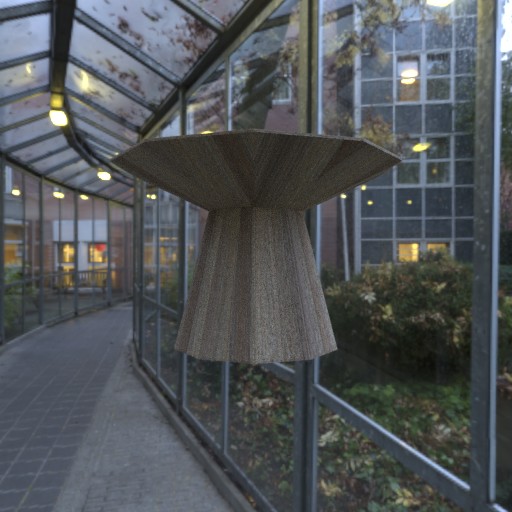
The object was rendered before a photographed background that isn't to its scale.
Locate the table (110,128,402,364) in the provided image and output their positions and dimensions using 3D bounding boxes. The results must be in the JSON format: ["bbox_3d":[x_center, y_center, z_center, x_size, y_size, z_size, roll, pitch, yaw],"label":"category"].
[{"bbox_3d":[0.000,0.000,1.894,1.186,0.752,1.186,0,0,0],"label":"table"}]
